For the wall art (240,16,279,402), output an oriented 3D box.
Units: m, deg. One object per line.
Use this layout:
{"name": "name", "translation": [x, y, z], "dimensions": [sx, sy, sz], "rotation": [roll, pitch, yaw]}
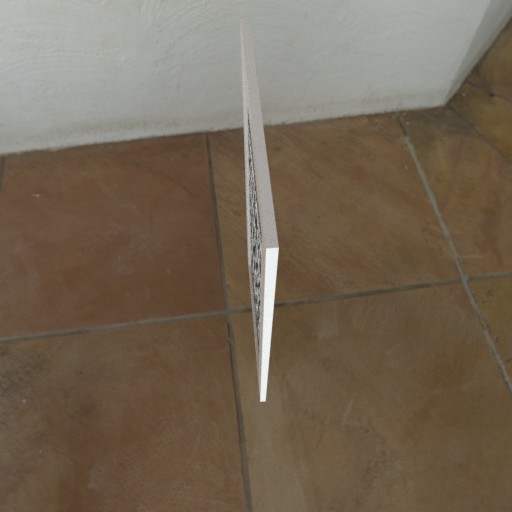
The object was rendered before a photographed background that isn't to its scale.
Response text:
{"name": "wall art", "translation": [0.000, 0.000, 0.821], "dimensions": [0.013, 0.683, 0.380], "rotation": [-4, 60, -2]}
